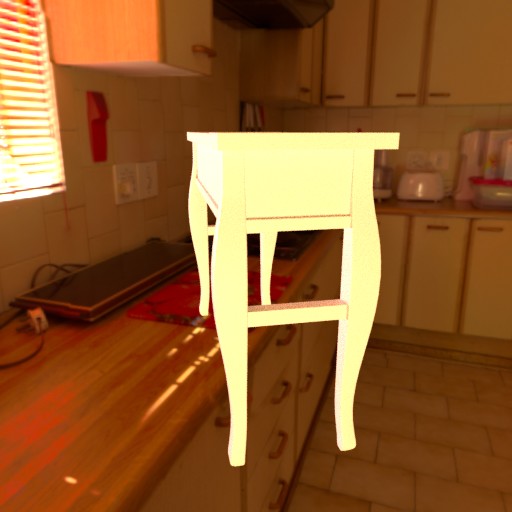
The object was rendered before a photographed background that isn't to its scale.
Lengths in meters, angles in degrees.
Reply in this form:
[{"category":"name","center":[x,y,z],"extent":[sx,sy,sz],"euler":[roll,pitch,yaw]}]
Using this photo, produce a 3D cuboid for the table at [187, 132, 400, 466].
[{"category":"table","center":[0.000,0.000,1.429],"extent":[0.373,0.768,1.062],"euler":[-3,16,-11]}]
